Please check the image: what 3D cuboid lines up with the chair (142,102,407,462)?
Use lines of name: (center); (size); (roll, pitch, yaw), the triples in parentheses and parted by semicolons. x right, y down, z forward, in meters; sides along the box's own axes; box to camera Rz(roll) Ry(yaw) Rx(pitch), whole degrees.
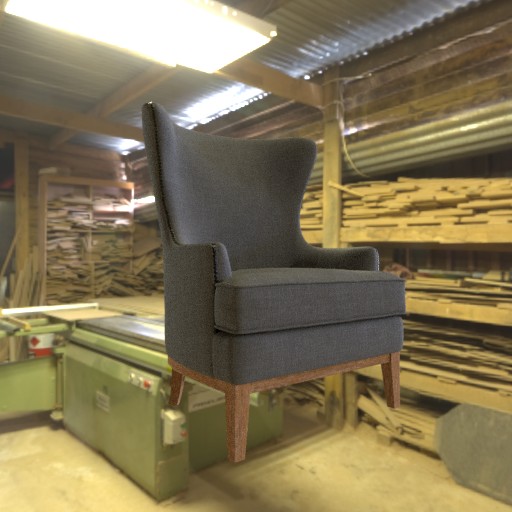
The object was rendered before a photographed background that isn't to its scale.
chair: (0.000, 0.000, 1.811); (0.864, 1.176, 0.883); (0, -1, -38)
